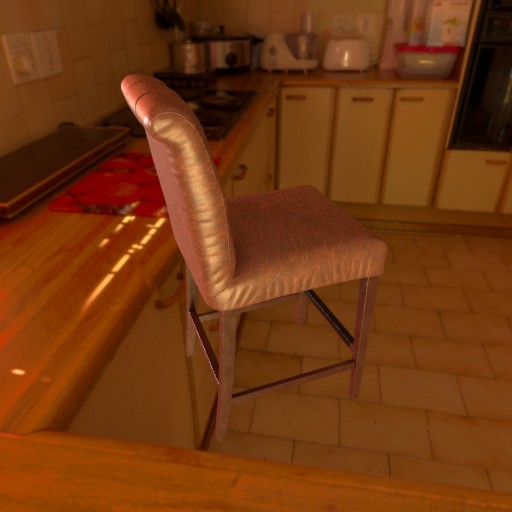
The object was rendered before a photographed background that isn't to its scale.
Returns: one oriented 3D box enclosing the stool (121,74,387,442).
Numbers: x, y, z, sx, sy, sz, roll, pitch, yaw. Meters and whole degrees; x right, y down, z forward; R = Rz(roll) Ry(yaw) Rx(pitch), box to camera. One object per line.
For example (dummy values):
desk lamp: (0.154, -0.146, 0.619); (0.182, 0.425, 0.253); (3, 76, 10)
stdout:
stool: (0.000, 0.000, 1.436); (0.660, 1.084, 0.486); (-11, 33, -18)
